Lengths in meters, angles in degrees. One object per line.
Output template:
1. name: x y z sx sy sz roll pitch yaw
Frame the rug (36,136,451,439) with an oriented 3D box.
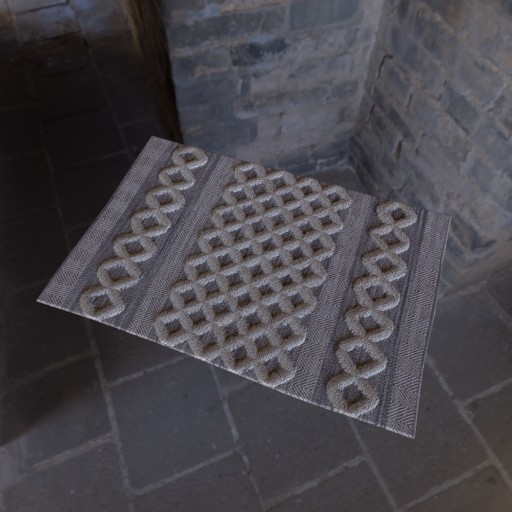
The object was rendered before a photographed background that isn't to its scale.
1. rug: 0.000 0.000 2.273 1.823 0.030 1.222 17 59 11
